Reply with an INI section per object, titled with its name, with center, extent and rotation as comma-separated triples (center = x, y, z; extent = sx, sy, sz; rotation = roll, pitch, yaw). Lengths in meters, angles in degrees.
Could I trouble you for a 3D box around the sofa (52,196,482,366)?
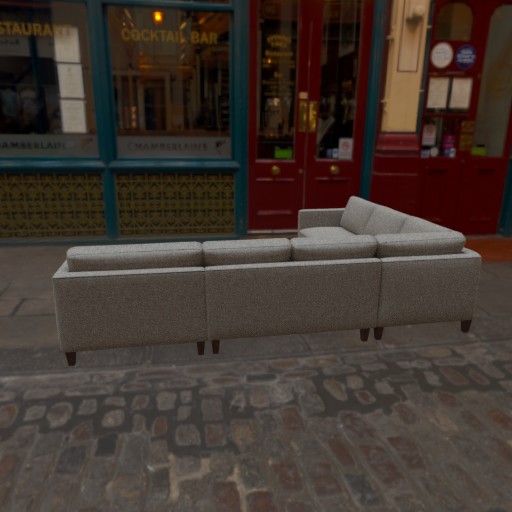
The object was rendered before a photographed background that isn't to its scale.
[sofa]
center = 0.000, 0.000, 4.627
extent = 3.403, 0.889, 2.551
rotation = -3, 16, -10
